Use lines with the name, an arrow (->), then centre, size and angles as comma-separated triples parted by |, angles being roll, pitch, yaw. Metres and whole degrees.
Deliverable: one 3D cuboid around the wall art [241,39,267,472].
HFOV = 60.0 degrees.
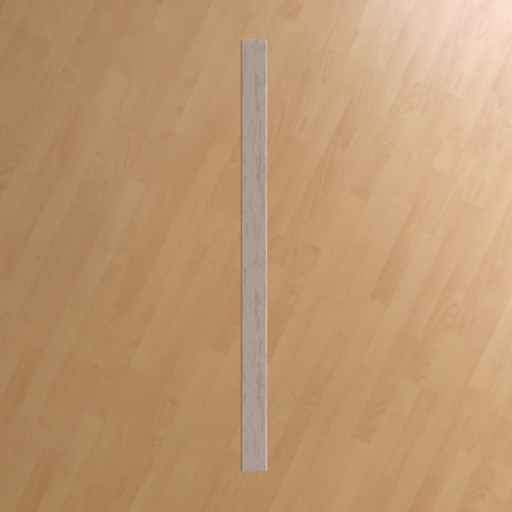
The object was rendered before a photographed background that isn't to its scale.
wall art -> 0.000, 0.000, 1.959 | 0.078, 1.288, 1.287 | 0, 90, 1
